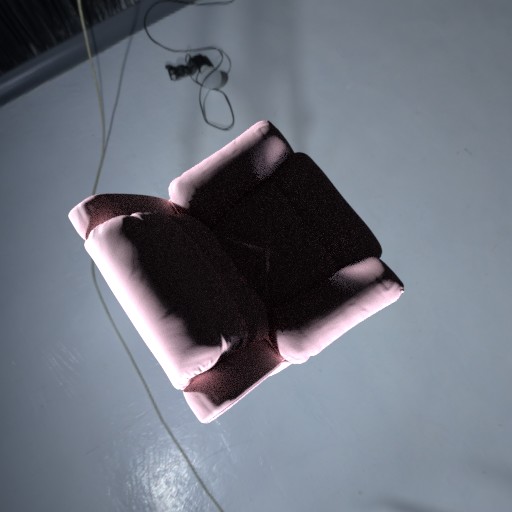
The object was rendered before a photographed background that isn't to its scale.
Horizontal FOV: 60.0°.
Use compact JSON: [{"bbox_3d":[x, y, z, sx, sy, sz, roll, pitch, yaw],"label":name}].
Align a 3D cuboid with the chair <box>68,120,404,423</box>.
[{"bbox_3d":[0.000,0.000,1.306,0.709,0.702,0.680,-35,78,-8],"label":"chair"}]
